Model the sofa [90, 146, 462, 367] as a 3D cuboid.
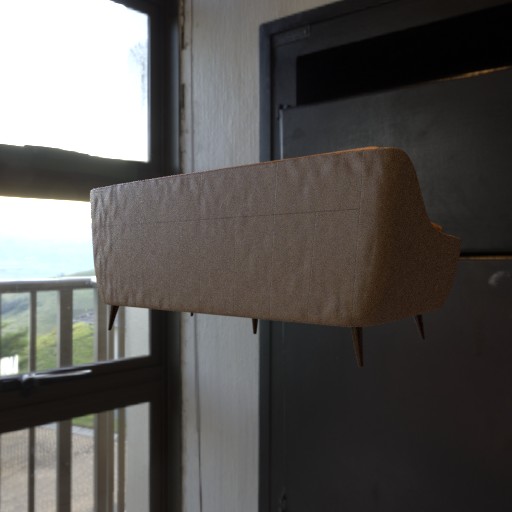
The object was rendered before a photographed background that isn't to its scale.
[{"bbox_3d":[0.000,0.000,2.393,1.902,0.839,0.904,0,0,35],"label":"sofa"}]
